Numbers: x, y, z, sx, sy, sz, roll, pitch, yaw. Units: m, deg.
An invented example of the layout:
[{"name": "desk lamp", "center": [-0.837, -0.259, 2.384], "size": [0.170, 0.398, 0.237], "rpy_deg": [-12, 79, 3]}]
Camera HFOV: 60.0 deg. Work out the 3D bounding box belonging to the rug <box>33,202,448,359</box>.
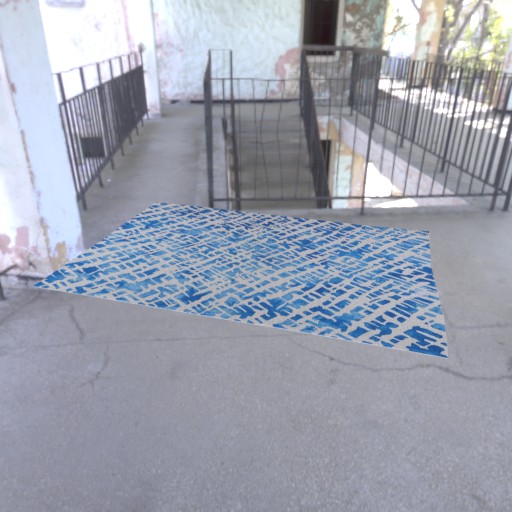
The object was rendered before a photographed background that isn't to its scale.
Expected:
[{"name": "rug", "center": [0.000, 0.000, 2.369], "size": [1.830, 0.011, 1.209], "rpy_deg": [8, 28, 15]}]
